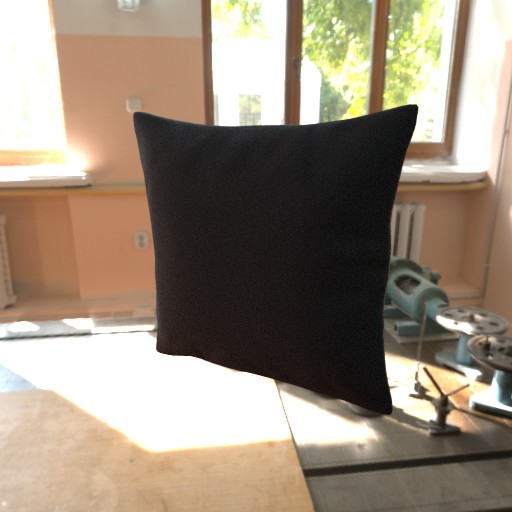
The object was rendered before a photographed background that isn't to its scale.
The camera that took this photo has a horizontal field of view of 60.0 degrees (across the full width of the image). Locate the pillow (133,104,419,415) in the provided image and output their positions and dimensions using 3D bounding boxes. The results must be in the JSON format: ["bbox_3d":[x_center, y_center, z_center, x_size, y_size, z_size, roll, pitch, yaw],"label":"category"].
[{"bbox_3d":[0.000,0.000,0.803,0.520,0.508,0.166,8,18,26],"label":"pillow"}]
